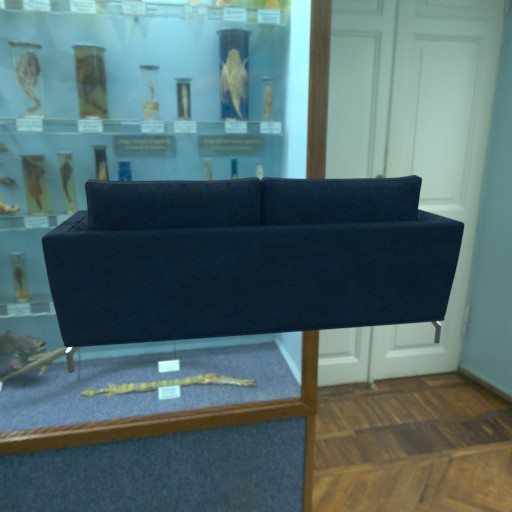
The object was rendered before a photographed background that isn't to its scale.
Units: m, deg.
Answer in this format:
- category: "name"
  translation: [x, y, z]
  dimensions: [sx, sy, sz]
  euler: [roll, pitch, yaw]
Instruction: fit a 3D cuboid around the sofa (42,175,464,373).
- category: "sofa"
  translation: [0.000, 0.000, 2.727]
  dimensions: [2.212, 0.998, 0.853]
  euler: [-2, 15, -9]
